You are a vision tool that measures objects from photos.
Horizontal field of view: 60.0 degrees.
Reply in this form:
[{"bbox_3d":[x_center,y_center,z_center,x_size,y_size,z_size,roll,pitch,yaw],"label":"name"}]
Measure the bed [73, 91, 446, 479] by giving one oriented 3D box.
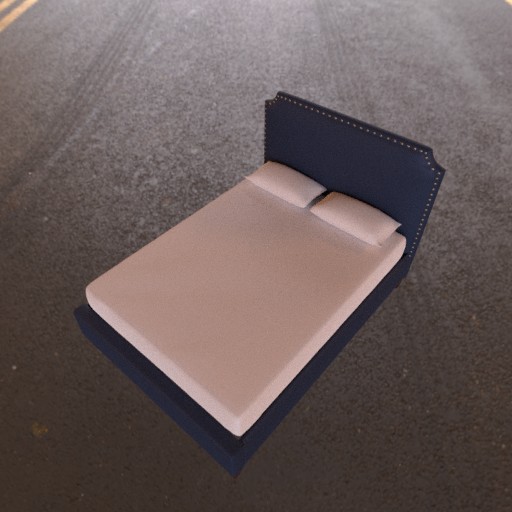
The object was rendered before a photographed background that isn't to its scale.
[{"bbox_3d":[0.000,0.000,3.450,1.712,1.443,2.372,32,53,27],"label":"bed"}]
